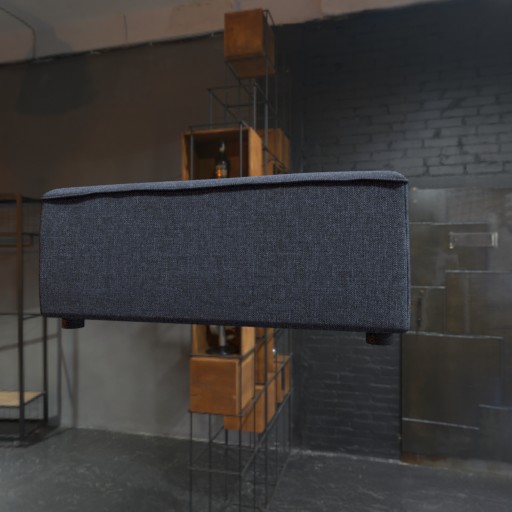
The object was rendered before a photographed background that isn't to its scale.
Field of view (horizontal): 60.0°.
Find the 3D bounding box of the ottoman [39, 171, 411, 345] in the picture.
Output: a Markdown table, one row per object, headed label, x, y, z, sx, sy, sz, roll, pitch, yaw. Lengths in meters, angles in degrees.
| label | x | y | z | sx | sy | sz | roll | pitch | yaw |
| --- | --- | --- | --- | --- | --- | --- | --- | --- | --- |
| ottoman | 0.000 | 0.000 | 1.594 | 1.017 | 0.423 | 1.023 | 0 | 0 | 17 |
